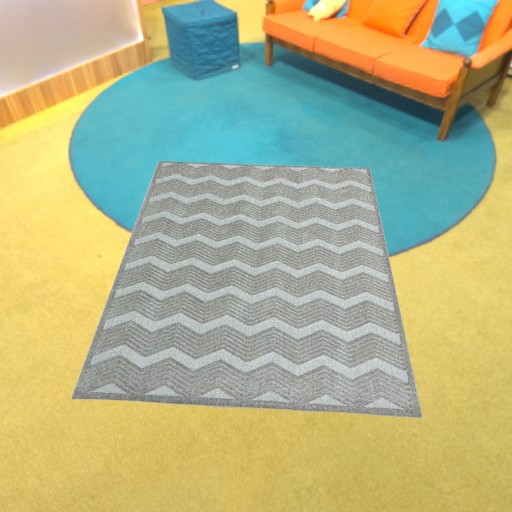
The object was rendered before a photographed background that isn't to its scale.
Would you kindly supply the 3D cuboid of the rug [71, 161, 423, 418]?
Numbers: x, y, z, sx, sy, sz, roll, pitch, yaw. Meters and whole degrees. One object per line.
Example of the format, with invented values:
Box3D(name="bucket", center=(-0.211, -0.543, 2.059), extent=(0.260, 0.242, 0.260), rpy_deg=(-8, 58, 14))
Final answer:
Box3D(name="rug", center=(0.000, 0.000, 3.998), extent=(2.391, 0.005, 2.880), rpy_deg=(2, 46, 2))
